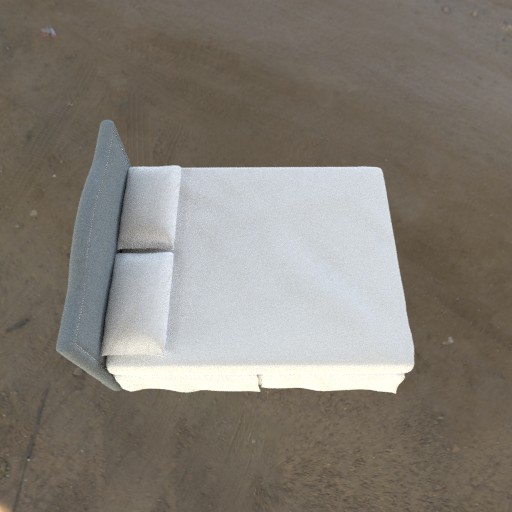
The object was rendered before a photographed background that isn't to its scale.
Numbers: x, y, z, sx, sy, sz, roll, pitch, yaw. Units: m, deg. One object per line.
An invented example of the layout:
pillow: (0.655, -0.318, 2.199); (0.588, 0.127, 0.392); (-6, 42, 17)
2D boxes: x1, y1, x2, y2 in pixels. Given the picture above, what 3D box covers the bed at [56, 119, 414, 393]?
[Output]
bed: (0.000, 0.000, 3.960); (2.689, 1.457, 2.161); (0, 63, 0)
